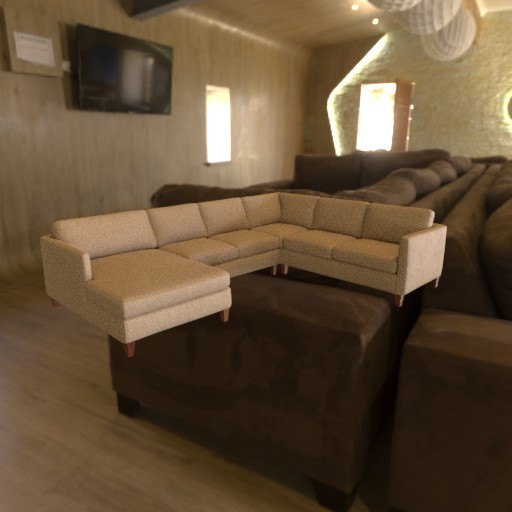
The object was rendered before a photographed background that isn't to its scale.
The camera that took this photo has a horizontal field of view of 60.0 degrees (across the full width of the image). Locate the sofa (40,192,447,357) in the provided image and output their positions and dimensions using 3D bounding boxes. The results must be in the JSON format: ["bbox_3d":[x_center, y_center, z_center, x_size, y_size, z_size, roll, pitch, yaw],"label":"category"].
[{"bbox_3d":[0.000,0.000,4.577,3.403,0.889,2.551,-14,21,-43],"label":"sofa"}]
